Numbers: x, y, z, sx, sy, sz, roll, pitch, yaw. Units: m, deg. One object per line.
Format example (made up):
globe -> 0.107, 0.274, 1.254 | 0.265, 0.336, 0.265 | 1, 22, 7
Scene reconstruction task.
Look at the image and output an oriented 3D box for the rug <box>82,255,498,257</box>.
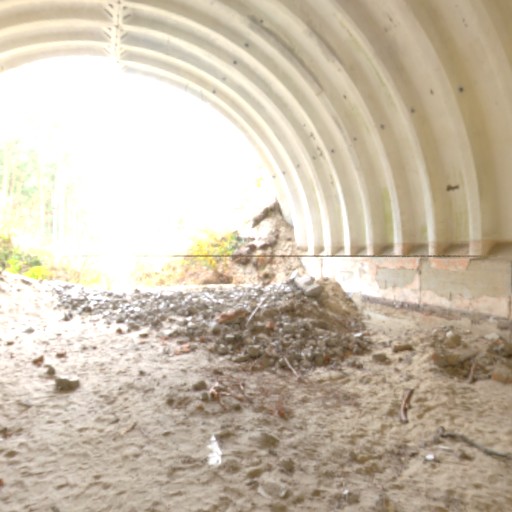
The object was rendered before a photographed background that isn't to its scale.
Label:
rug -> 0.000, 0.000, 2.637 | 2.438, 0.006, 0.783 | 0, 0, 37
